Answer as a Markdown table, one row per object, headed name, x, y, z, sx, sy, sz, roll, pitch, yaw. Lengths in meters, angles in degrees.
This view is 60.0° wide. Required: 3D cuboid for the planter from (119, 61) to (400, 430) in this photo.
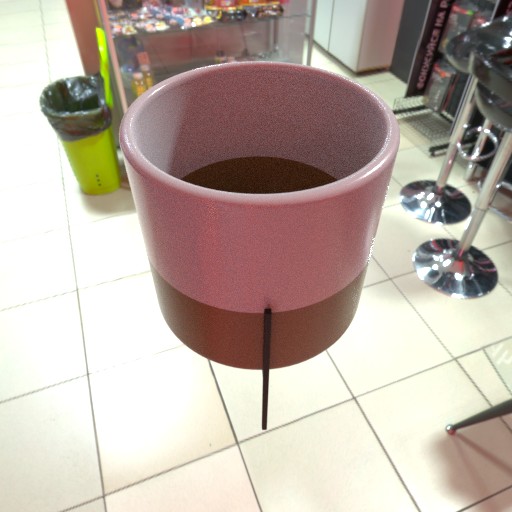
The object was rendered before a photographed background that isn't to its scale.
| name | x | y | z | sx | sy | sz | roll | pitch | yaw |
| --- | --- | --- | --- | --- | --- | --- | --- | --- | --- |
| planter | 0.000 | 0.000 | 0.633 | 0.310 | 0.432 | 0.310 | 9 | 46 | 8 |
